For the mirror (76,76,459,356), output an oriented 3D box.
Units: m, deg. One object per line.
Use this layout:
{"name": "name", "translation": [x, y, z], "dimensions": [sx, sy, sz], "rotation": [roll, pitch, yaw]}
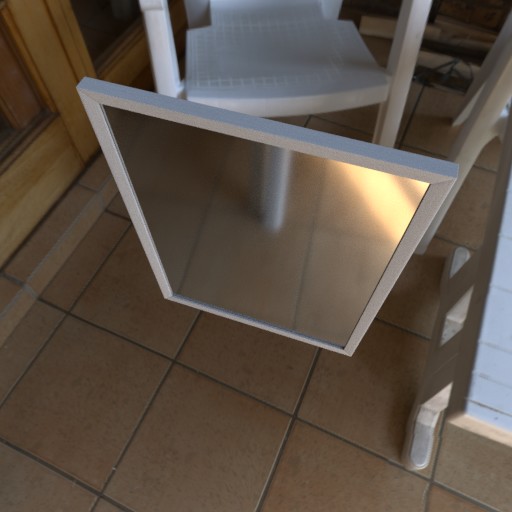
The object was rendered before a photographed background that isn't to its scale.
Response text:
{"name": "mirror", "translation": [0.000, 0.000, 1.291], "dimensions": [0.762, 1.016, 0.040], "rotation": [16, 61, 9]}
